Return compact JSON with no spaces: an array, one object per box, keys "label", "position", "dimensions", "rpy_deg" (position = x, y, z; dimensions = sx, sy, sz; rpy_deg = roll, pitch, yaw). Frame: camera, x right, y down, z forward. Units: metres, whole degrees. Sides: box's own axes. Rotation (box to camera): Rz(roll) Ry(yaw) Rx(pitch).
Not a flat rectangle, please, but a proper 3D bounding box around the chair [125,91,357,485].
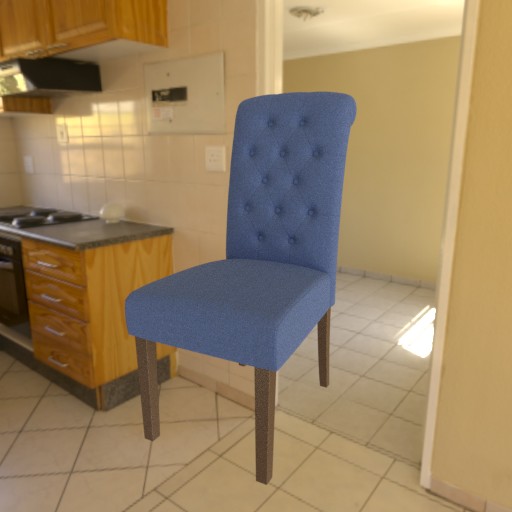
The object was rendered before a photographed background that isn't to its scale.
[{"label":"chair","position":[0.000,0.000,1.365],"dimensions":[0.456,1.006,0.671],"rpy_deg":[7,15,27]}]
